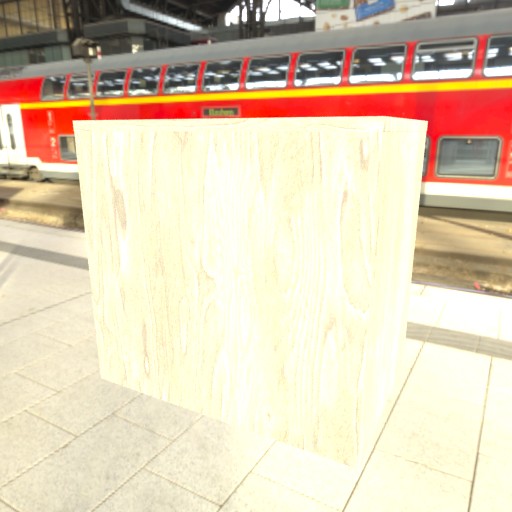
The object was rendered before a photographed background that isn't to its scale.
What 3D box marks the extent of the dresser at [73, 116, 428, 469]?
[{"bbox_3d":[0.000,0.000,1.308,0.809,0.762,0.529,8,18,27],"label":"dresser"}]
